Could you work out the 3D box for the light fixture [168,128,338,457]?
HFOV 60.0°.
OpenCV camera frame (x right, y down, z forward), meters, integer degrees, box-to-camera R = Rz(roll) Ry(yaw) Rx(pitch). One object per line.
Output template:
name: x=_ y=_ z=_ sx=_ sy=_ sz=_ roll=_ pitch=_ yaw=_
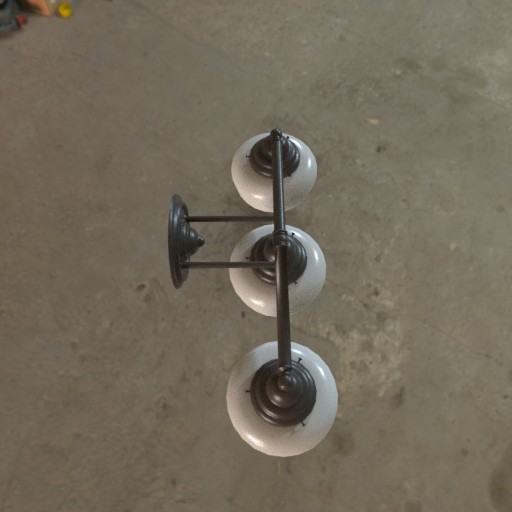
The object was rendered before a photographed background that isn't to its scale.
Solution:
light fixture: x=0.000 y=0.000 z=0.715 sx=0.239 sy=0.242 sz=0.587 roll=0 pitch=63 yaw=0
